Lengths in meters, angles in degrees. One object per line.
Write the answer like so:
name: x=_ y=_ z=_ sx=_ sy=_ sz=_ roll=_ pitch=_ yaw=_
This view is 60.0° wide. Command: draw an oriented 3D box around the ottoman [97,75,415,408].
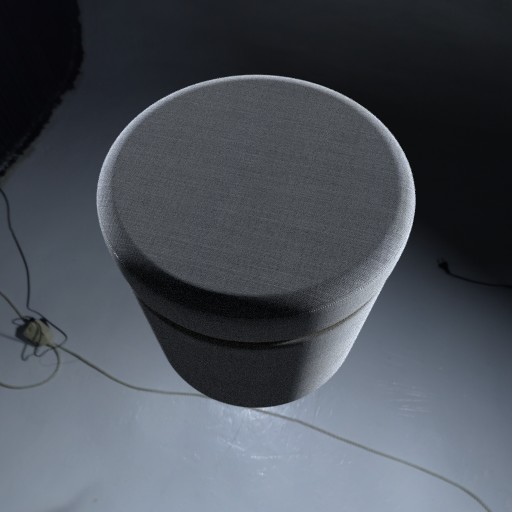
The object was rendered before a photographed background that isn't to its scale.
ottoman: x=0.000 y=0.000 z=0.721 sx=0.400 sy=0.406 sz=0.400 roll=0 pitch=58 yaw=0
